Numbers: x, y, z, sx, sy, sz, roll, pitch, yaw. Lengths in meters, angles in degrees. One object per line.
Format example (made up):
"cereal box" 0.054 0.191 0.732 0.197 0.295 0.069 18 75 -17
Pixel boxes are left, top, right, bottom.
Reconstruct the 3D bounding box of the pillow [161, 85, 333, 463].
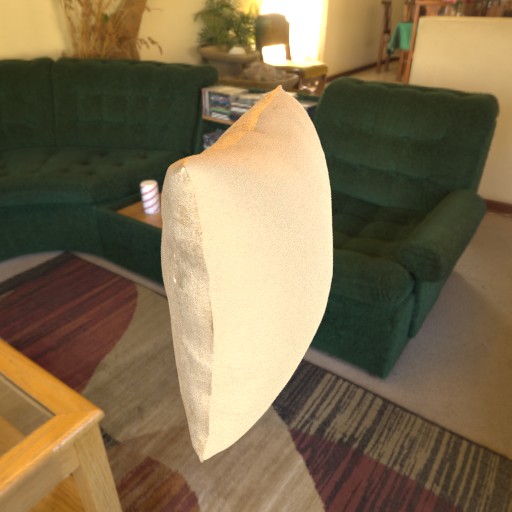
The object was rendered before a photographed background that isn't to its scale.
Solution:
"pillow" 0.000 0.000 0.706 0.245 0.448 0.450 9 32 15
